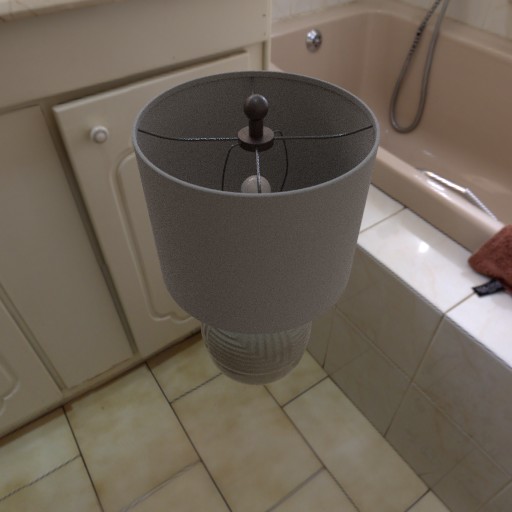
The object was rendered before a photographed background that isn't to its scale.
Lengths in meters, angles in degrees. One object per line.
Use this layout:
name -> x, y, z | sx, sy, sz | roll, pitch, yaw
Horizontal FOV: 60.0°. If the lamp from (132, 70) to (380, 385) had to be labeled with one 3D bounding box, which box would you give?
lamp -> 0.000, 0.000, 0.753 | 0.318, 0.567, 0.318 | 0, 45, 0
